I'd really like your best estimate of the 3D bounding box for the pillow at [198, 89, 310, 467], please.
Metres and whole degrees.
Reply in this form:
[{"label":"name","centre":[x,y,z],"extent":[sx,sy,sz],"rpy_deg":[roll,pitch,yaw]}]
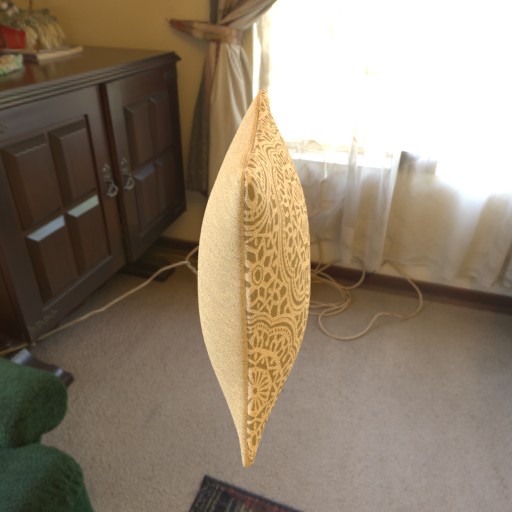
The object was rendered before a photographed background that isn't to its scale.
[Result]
[{"label":"pillow","centre":[0.000,0.000,0.680],"extent":[0.167,0.421,0.438],"rpy_deg":[1,31,2]}]
